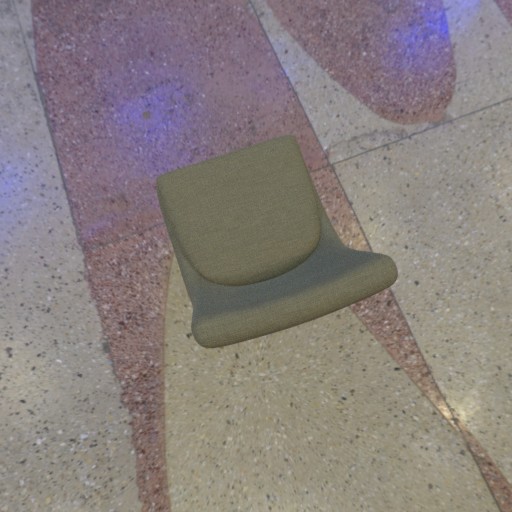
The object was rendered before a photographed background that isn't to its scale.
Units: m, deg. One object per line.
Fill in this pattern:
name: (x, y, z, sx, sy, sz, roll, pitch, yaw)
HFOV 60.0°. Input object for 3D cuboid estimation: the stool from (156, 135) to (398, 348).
stool: (0.000, 0.000, 1.412, 0.470, 1.078, 0.577, -18, 75, -5)
